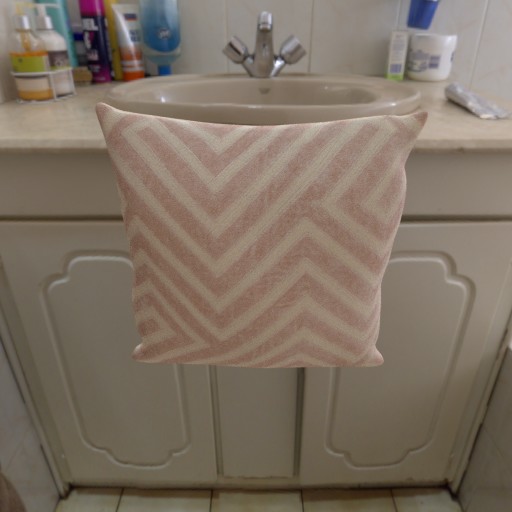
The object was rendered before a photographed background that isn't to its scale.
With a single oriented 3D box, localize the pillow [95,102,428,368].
[{"bbox_3d":[0.000,0.000,0.669,0.440,0.441,0.182,1,29,2],"label":"pillow"}]
